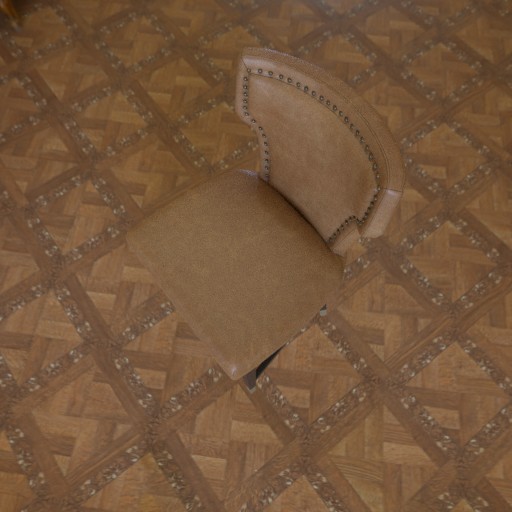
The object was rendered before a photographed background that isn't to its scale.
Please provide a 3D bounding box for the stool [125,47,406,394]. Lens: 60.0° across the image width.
[{"bbox_3d":[0.000,0.000,1.326,0.563,0.982,0.526,-36,69,-16],"label":"stool"}]
